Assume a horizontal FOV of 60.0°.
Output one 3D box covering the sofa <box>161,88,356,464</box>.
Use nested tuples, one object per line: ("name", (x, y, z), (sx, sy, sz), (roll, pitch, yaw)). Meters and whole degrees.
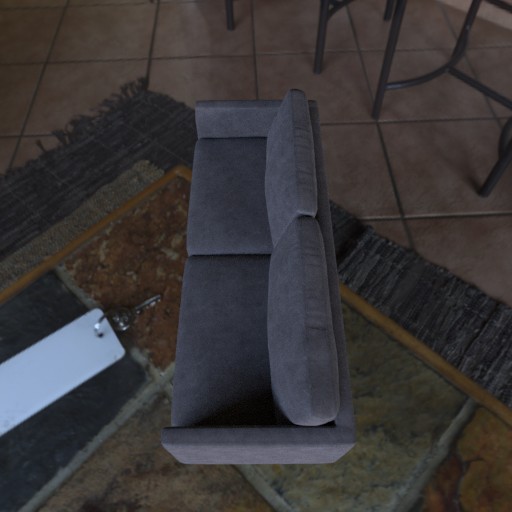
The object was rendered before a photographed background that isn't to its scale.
("sofa", (0.000, 0.000, 2.920), (0.951, 0.965, 2.434), (0, 58, 0))
